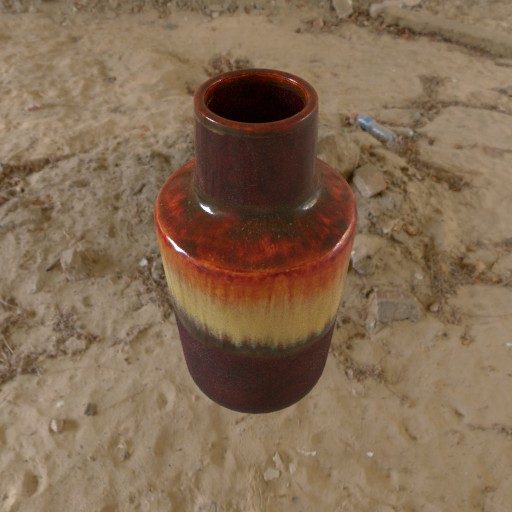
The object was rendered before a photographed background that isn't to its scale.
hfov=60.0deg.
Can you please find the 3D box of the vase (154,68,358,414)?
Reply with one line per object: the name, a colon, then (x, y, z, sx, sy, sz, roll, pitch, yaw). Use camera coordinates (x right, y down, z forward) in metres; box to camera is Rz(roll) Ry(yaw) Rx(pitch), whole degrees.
vase: (0.000, 0.000, 0.264, 0.108, 0.204, 0.108, 0, 47, 0)
